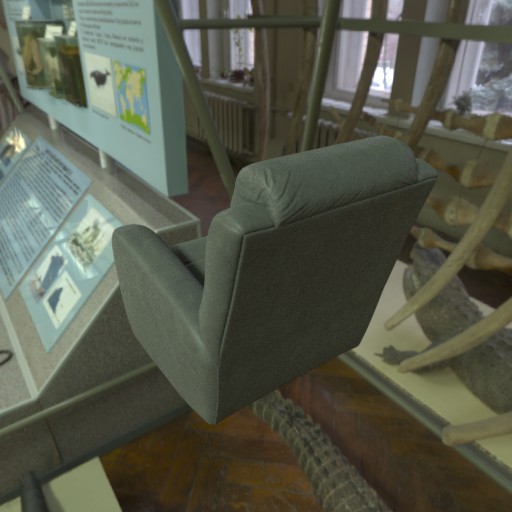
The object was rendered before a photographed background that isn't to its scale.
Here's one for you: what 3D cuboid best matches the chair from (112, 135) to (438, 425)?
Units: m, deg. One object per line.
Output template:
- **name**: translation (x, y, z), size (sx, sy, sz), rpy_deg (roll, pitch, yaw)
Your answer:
- **chair**: translation (0.000, 0.000, 1.937), size (0.965, 1.116, 1.068), rpy_deg (-19, 34, -31)
